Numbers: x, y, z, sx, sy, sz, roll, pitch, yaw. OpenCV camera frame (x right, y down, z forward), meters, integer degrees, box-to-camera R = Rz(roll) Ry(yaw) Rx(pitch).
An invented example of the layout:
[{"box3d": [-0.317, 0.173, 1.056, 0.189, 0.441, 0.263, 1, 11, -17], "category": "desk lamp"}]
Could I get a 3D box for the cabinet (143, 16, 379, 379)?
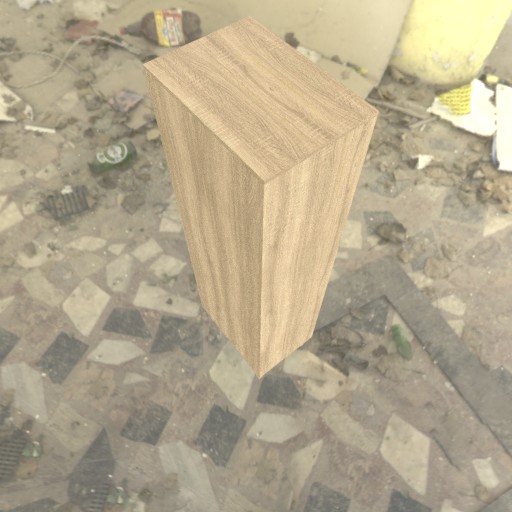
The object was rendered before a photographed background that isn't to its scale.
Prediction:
[{"box3d": [0.000, 0.000, 2.044, 0.400, 1.850, 0.570, -34, 65, -19], "category": "cabinet"}]
